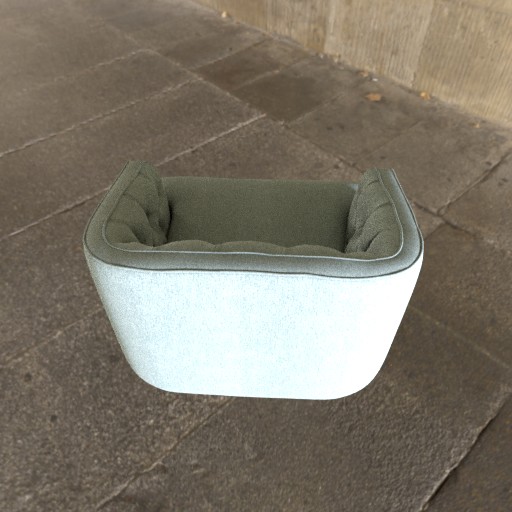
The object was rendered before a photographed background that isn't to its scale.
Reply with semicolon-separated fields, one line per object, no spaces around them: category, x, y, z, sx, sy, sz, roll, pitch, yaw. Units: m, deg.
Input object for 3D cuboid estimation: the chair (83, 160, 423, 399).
chair;0.000;0.000;1.803;1.094;0.852;0.945;2;47;2
